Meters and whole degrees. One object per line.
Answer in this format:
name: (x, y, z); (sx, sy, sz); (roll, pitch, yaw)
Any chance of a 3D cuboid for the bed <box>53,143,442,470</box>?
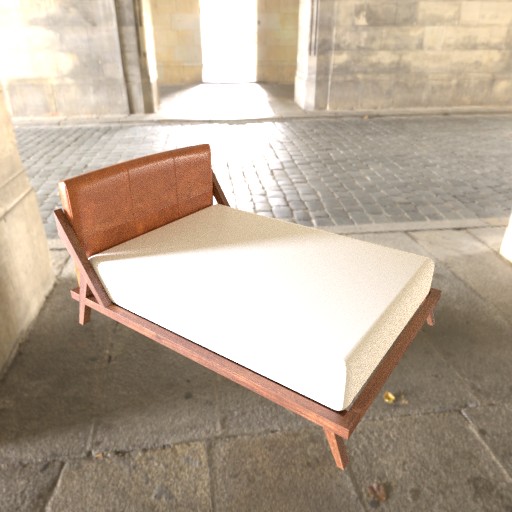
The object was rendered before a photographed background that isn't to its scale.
bed: (0.000, 0.000, 3.258); (2.311, 1.168, 1.651); (18, 31, 31)
